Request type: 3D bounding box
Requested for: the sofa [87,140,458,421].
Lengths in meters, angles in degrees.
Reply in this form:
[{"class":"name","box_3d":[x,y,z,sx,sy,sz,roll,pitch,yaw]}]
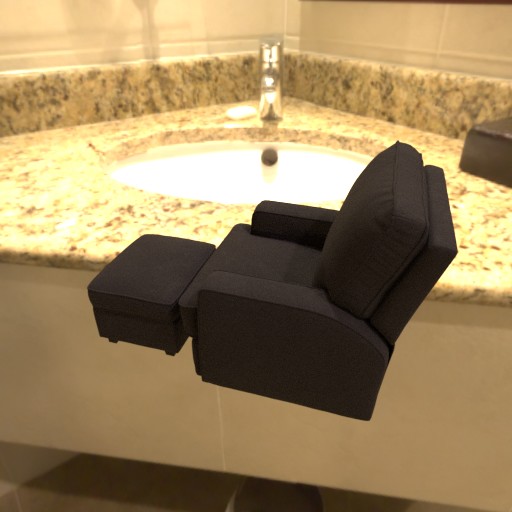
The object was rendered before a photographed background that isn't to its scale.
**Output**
[{"class":"sofa","box_3d":[0.000,0.000,1.977,1.472,0.959,0.861,9,32,14]}]
